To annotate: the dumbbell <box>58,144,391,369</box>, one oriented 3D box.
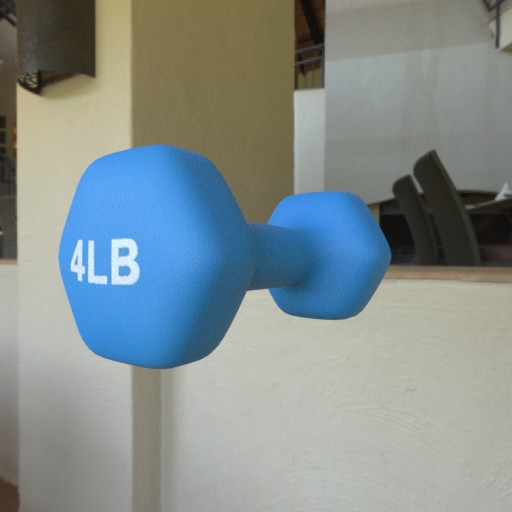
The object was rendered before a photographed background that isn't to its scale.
[{"bbox_3d":[0.000,0.000,0.188,0.074,0.066,0.152,0,0,37],"label":"dumbbell"}]
